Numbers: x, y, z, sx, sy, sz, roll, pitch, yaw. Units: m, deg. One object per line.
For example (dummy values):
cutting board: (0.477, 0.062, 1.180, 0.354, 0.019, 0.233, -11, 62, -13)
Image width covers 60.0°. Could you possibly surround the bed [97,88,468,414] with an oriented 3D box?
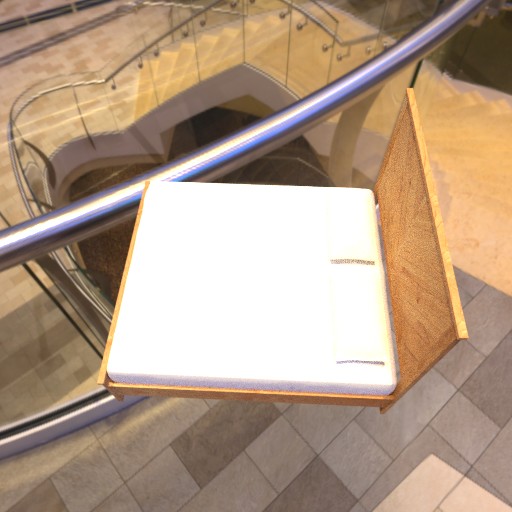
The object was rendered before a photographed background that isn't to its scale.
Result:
bed: (0.000, 0.000, 3.972, 2.530, 1.938, 2.225, 2, 58, 1)
